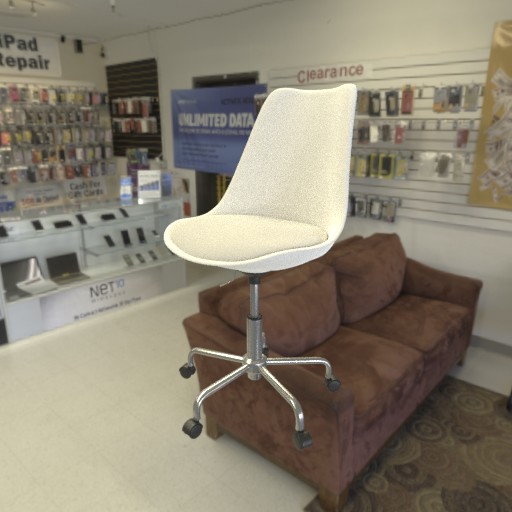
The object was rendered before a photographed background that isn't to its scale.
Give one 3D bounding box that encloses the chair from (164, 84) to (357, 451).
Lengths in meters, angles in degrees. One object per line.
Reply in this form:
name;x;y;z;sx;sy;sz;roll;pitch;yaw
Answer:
chair;0.000;0.000;1.263;0.550;0.930;0.550;16;23;42
